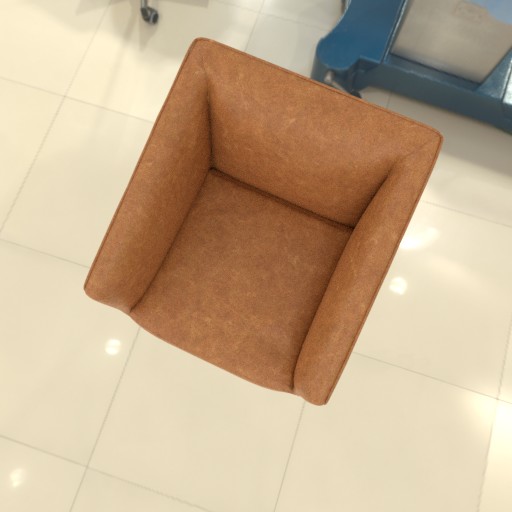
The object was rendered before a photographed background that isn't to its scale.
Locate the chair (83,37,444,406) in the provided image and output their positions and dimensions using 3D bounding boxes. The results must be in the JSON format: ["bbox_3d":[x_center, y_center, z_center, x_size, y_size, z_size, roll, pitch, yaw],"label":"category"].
[{"bbox_3d":[0.000,0.000,1.230,0.588,0.760,0.625,24,77,6],"label":"chair"}]
